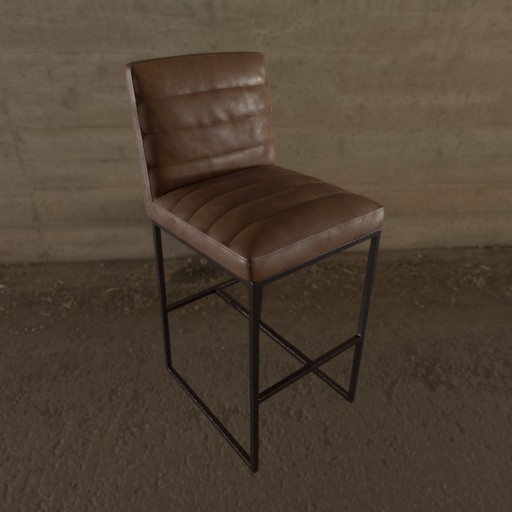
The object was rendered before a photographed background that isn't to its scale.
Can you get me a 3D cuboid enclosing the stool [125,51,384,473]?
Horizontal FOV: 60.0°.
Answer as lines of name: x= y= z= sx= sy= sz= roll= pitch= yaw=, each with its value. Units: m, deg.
stool: x=0.000 y=0.000 z=1.323 sx=0.463 sy=1.065 sz=0.562 roll=-22 pitch=36 yaw=-32
